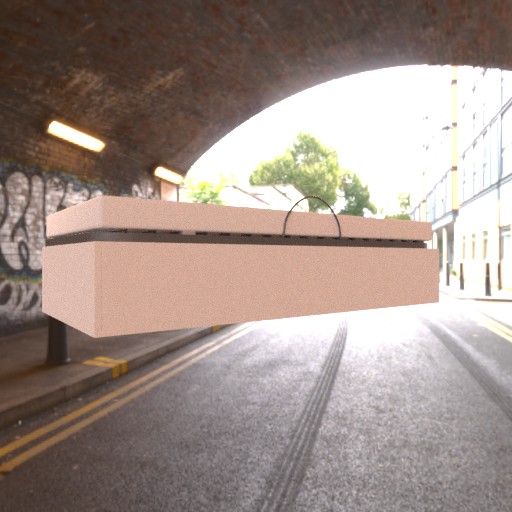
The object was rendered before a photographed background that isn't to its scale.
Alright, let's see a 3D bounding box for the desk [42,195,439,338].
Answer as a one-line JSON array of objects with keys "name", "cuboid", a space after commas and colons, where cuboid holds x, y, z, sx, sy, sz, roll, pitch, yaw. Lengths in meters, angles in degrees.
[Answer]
[{"name": "desk", "cuboid": [0.000, 0.000, 2.307, 1.900, 0.526, 0.900, 0, 0, -36]}]
